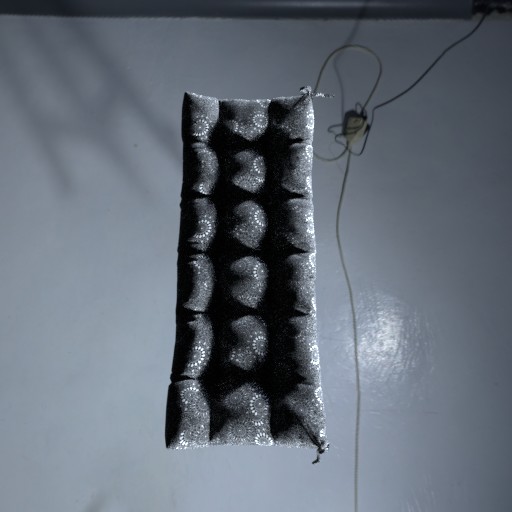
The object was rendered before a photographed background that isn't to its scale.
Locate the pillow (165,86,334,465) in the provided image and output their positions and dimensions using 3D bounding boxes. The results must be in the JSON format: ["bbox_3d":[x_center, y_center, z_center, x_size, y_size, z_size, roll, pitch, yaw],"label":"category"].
[{"bbox_3d":[0.000,0.000,1.371,0.511,0.174,1.194,0,74,0],"label":"pillow"}]
